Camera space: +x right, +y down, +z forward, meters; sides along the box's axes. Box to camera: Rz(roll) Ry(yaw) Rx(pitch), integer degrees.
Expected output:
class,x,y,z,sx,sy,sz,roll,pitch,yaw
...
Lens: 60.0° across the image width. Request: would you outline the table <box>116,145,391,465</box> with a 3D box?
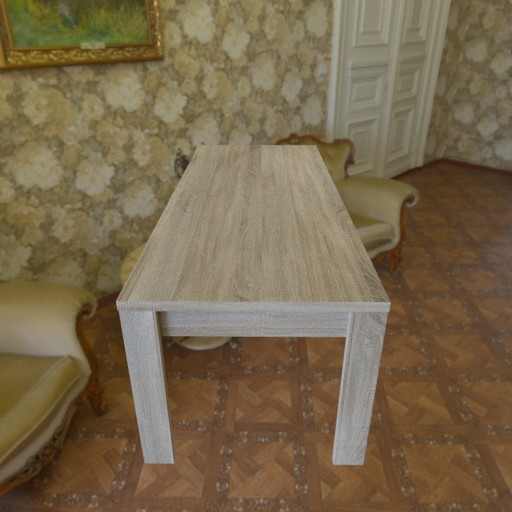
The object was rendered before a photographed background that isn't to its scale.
class,x,y,z,sx,sy,sz,roll,pitch,yaw
table,0.000,0.000,2.609,0.900,0.790,2.200,0,27,0
